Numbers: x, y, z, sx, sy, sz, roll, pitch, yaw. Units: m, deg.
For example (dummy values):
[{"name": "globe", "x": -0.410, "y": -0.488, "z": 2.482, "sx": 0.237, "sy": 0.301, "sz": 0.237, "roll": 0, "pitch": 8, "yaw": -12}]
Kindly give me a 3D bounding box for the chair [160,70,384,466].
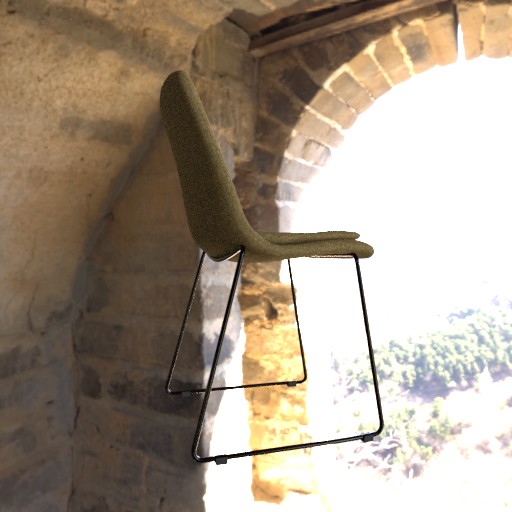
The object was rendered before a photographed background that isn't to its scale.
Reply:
[{"name": "chair", "x": 0.000, "y": 0.000, "z": 1.175, "sx": 0.496, "sy": 0.849, "sz": 0.479, "roll": 0, "pitch": 0, "yaw": -18}]
